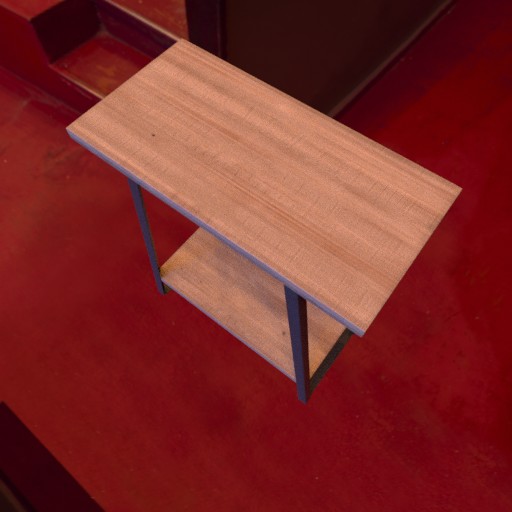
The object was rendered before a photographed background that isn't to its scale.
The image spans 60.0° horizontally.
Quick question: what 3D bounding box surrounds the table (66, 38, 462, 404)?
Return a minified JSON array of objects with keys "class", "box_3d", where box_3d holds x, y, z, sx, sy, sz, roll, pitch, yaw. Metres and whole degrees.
[{"class":"table","box_3d":[0.000,0.000,1.043,0.599,0.701,0.300,34,67,17]}]
